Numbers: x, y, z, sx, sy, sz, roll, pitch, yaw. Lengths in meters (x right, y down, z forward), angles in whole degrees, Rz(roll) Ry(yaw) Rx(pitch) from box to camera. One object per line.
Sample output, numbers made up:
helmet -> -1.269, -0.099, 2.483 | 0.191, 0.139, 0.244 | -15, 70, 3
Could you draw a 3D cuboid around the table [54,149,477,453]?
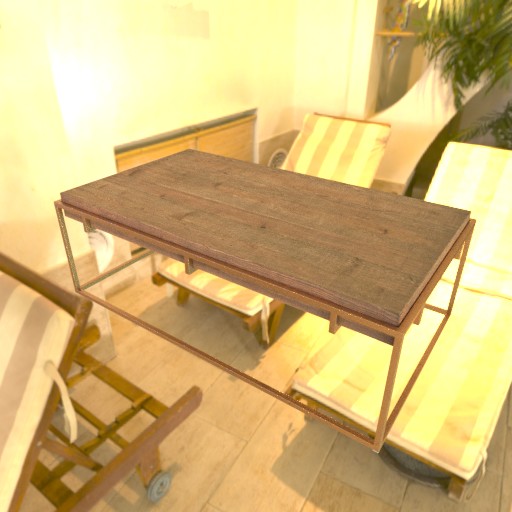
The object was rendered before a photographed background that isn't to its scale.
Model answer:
table -> 0.000, 0.000, 1.753 | 1.387, 0.468, 0.775 | 19, 35, 30
